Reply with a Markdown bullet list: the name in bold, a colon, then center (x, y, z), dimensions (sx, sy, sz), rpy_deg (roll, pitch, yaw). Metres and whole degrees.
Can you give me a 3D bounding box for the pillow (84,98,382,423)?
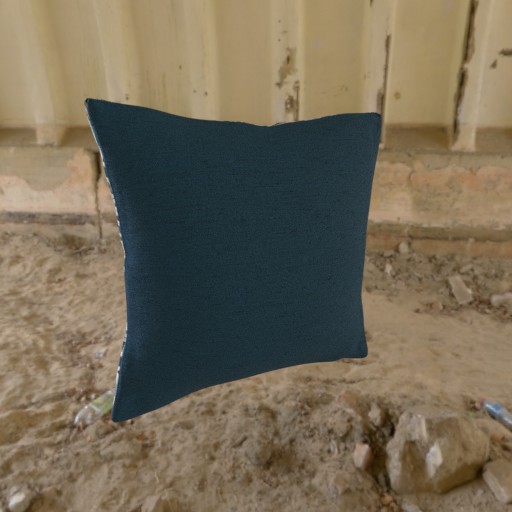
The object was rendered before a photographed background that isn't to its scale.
- **pillow**: center (0.000, 0.000, 0.647), dimensions (0.440, 0.420, 0.145), rpy_deg (-7, 16, -25)
